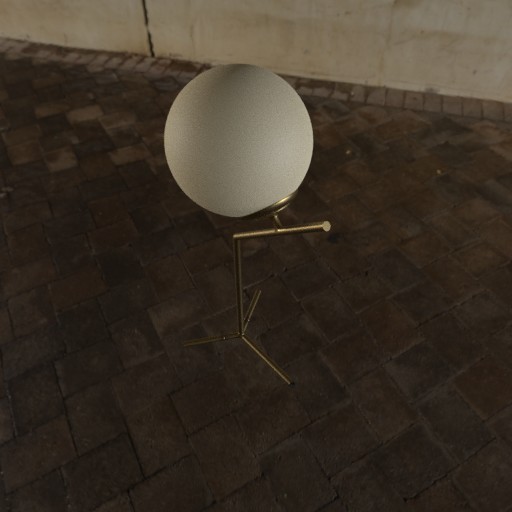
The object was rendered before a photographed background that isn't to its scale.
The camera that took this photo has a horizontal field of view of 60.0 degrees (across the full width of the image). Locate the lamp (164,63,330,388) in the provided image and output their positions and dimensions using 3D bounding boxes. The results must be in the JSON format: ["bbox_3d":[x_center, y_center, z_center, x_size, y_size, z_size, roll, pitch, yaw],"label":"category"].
[{"bbox_3d":[0.000,0.000,0.679,0.210,0.552,0.251,-33,55,-27],"label":"lamp"}]
